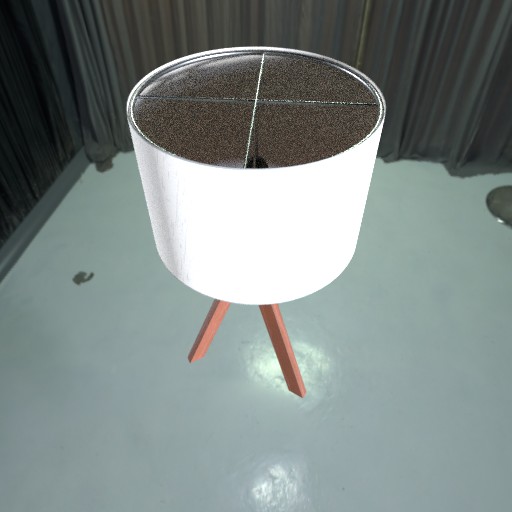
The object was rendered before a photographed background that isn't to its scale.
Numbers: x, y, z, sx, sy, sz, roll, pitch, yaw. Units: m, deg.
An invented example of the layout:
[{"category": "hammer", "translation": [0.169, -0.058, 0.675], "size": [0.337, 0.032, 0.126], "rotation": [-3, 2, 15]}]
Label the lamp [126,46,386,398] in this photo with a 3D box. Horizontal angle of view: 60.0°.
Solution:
[{"category": "lamp", "translation": [0.000, 0.000, 0.907], "size": [0.380, 0.686, 0.380], "rotation": [3, 46, 3]}]
